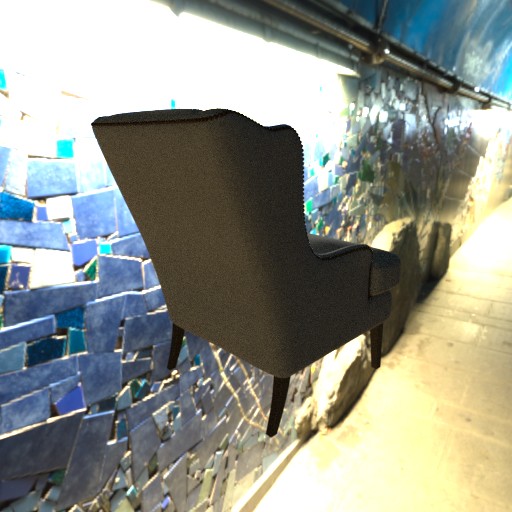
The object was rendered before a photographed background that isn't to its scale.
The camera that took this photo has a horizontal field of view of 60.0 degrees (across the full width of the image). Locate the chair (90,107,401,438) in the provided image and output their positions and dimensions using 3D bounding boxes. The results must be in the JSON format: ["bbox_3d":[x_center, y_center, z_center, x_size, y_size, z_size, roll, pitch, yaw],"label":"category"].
[{"bbox_3d":[0.000,0.000,1.688,0.940,1.029,0.737,-14,20,-42],"label":"chair"}]
